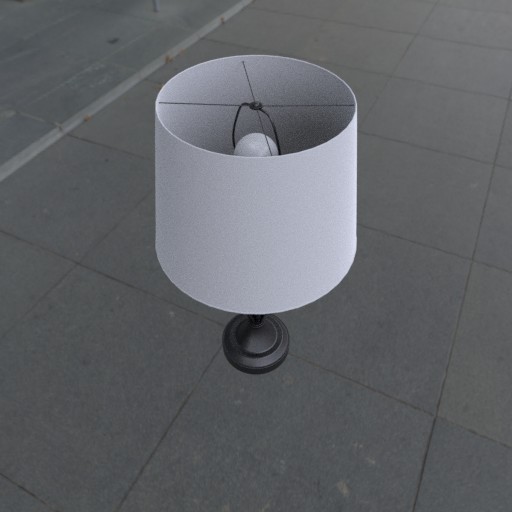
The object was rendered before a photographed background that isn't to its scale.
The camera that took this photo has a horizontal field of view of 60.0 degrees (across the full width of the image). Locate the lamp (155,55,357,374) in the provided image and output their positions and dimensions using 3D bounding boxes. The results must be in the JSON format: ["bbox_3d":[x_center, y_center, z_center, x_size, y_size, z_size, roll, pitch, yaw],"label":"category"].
[{"bbox_3d":[0.000,0.000,0.780,0.331,0.594,0.331,0,48,0],"label":"lamp"}]
